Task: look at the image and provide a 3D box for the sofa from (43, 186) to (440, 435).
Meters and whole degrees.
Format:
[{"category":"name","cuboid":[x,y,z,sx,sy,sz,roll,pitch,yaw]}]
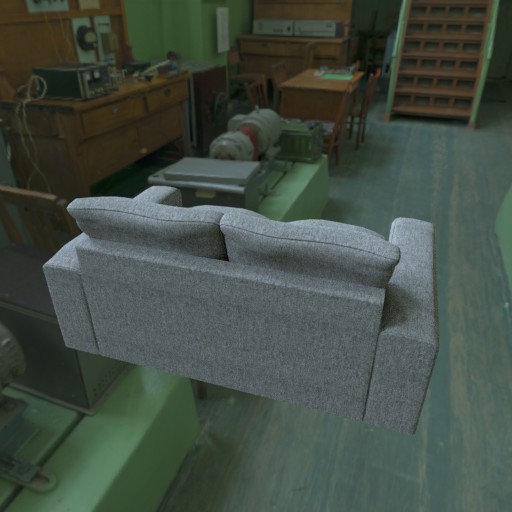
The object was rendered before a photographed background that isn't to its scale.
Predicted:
[{"category":"sofa","cuboid":[0.000,0.000,2.330,1.758,0.877,1.094,10,32,15]}]
